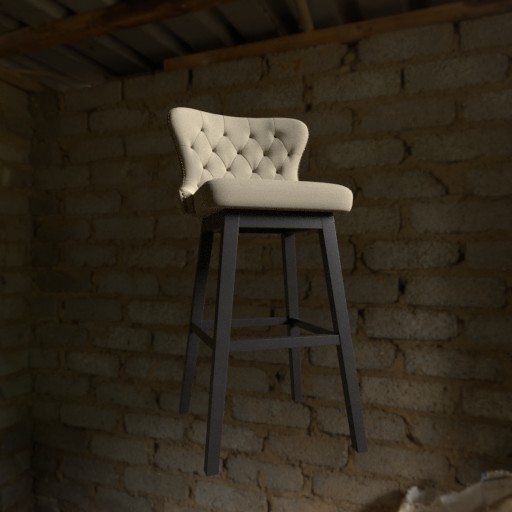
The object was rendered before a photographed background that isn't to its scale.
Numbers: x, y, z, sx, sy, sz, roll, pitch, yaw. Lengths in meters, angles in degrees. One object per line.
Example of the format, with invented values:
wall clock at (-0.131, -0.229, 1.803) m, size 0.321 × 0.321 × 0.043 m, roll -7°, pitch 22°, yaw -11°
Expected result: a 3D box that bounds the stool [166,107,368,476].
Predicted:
stool at (0.000, 0.000, 1.427) m, size 0.528 × 1.066 × 0.605 m, roll 0°, pitch 0°, yaw -18°
